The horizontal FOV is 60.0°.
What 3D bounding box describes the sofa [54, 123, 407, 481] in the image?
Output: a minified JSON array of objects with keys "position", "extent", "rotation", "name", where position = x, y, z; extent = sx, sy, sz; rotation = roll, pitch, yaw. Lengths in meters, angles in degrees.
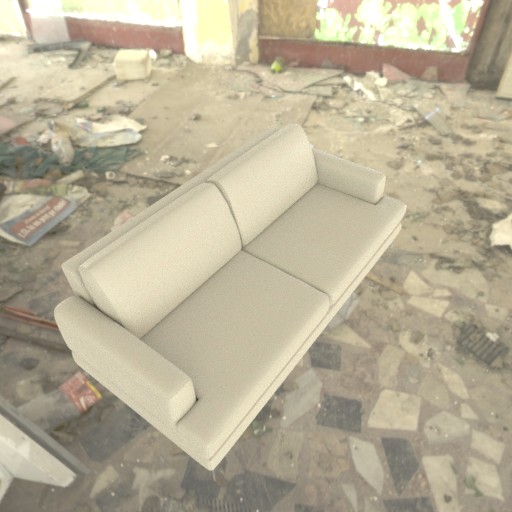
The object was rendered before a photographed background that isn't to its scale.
[{"position":[0.000,0.000,2.430],"extent":[0.974,0.765,1.940],"rotation":[27,49,26],"name":"sofa"}]
